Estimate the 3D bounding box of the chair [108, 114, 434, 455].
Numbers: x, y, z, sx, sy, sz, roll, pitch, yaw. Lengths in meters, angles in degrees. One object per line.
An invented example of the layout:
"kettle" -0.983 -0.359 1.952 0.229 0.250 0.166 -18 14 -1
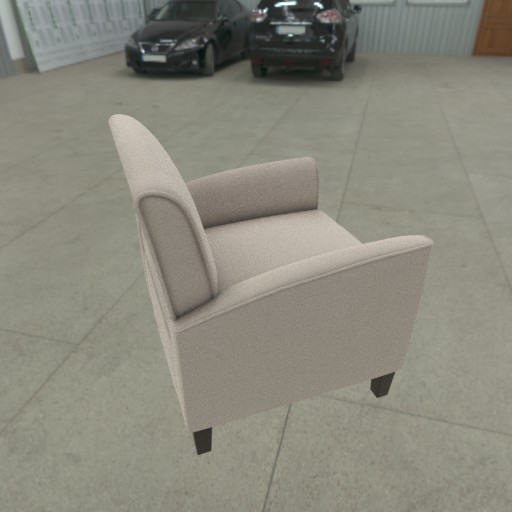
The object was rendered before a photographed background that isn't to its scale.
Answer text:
"chair" 0.000 0.000 1.568 0.820 0.915 0.820 -11 33 -17
